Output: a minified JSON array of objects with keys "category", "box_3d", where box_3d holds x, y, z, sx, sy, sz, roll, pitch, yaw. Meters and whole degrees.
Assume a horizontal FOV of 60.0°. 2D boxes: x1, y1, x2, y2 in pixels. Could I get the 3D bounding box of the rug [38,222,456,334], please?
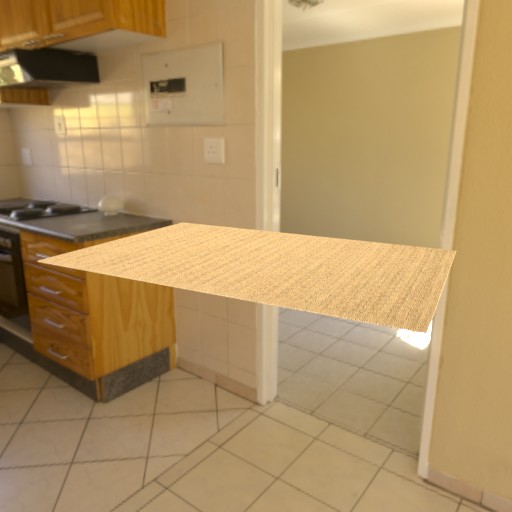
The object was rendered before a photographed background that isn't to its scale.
[{"category":"rug","box_3d":[0.000,0.000,2.209,1.752,0.006,1.142,8,16,27]}]
